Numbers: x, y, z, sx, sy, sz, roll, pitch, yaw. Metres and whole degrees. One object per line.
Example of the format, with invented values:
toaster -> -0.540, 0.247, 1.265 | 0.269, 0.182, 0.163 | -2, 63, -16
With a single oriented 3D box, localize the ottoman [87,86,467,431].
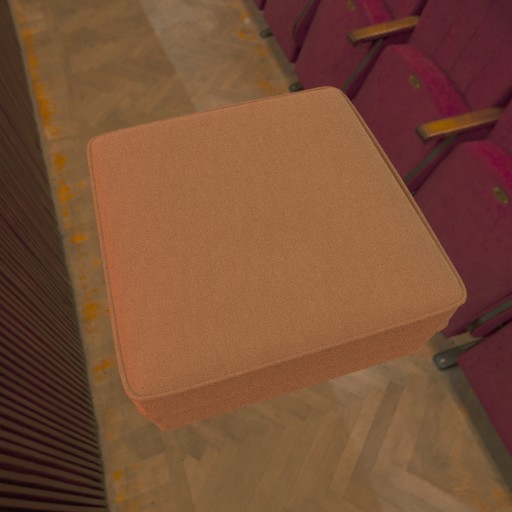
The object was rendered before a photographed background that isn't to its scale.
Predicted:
ottoman -> 0.000, 0.000, 1.013 | 0.613, 0.438, 0.616 | -15, 59, -9
